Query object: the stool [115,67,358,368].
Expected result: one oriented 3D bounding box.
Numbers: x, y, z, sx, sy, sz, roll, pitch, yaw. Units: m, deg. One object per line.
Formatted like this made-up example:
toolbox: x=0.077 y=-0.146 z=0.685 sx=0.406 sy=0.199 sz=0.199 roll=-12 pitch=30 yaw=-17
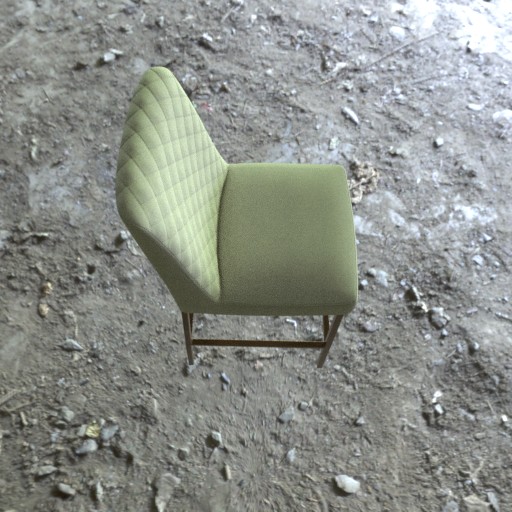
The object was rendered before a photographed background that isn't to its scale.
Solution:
stool: x=0.000 y=0.000 z=1.370 sx=0.546 sy=1.084 sz=0.462 roll=1 pitch=63 yaw=1
